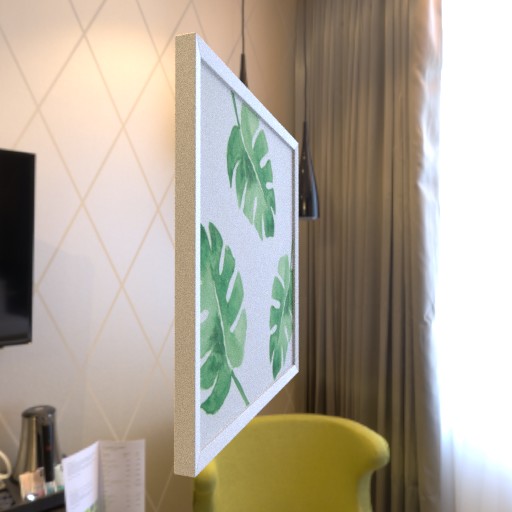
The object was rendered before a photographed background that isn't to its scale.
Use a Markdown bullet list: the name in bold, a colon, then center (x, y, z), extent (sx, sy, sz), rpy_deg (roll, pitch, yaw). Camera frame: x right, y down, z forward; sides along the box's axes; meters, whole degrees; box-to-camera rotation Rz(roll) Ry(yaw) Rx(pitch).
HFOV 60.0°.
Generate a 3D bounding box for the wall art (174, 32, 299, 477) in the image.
- **wall art**: center (0.000, 0.000, 1.123), extent (0.040, 0.762, 0.762), rpy_deg (0, -1, 19)
